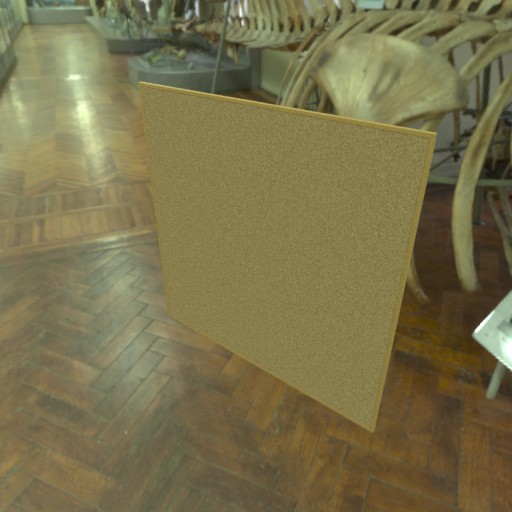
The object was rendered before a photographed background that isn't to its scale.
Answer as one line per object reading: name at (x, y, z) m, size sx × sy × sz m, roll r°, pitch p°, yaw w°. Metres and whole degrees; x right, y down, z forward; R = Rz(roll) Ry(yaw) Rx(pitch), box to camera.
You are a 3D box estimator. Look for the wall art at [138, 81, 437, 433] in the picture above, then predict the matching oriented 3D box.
wall art at (0.000, 0.000, 1.430) m, size 0.962 × 0.959 × 0.013 m, roll 22°, pitch 38°, yaw 32°
